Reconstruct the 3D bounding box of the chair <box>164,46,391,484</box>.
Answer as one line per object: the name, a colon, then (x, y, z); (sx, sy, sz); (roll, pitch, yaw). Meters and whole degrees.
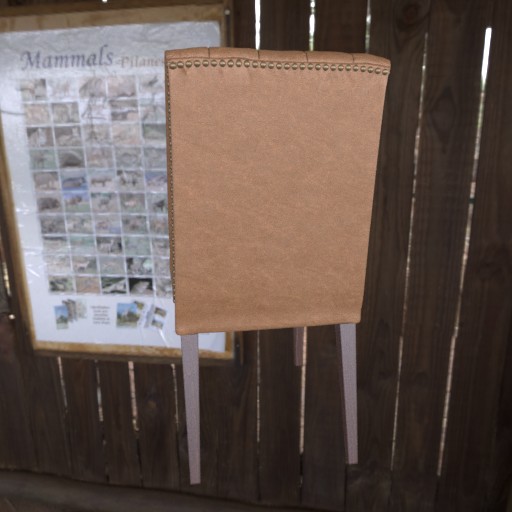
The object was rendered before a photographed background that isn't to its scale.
chair: (0.000, 0.000, 1.316); (0.511, 1.016, 0.647); (-2, 13, -10)
